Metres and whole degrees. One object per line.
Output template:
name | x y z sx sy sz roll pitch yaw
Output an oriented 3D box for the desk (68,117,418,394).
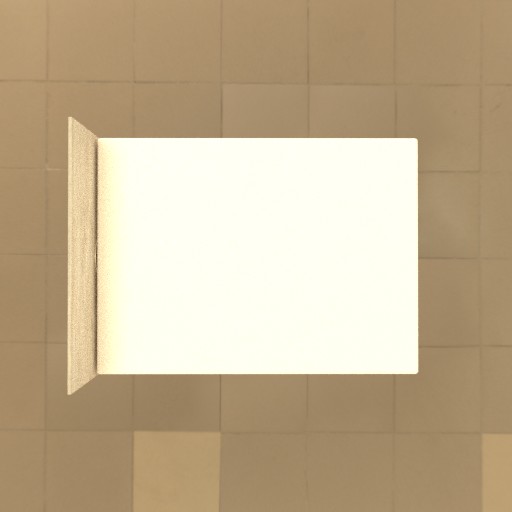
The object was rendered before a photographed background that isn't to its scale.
desk | 0.000 0.000 2.639 1.900 0.800 1.400 0 90 0
